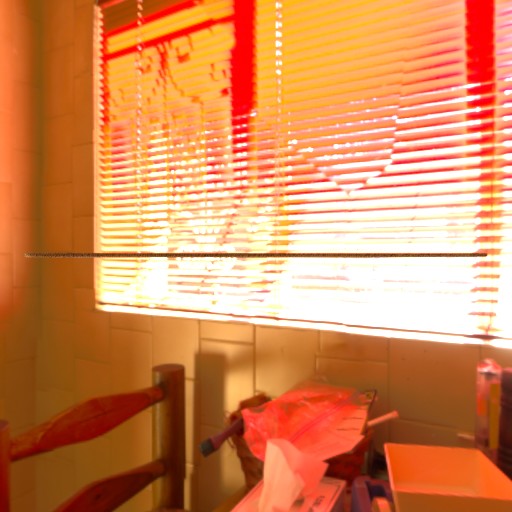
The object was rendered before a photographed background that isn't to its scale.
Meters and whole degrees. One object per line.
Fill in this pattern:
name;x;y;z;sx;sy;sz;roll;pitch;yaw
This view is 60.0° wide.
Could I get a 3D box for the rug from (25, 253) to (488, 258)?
rug;0.000;0.000;3.435;2.700;0.024;1.801;0;0;0
